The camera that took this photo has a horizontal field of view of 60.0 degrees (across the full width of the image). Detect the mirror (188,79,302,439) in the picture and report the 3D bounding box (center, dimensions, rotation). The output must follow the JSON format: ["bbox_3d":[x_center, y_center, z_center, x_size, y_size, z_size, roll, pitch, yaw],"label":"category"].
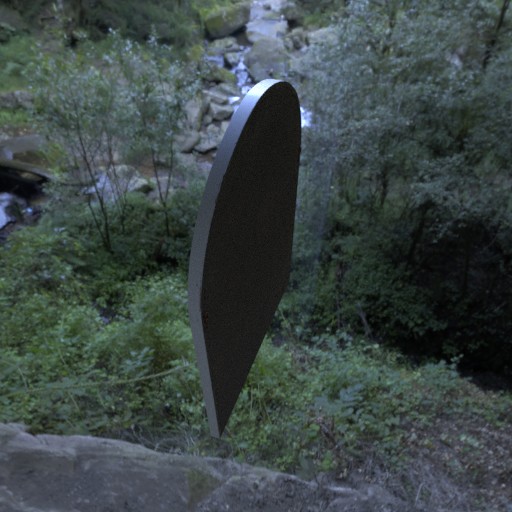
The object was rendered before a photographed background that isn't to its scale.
[{"bbox_3d":[0.000,0.000,1.193,0.032,0.920,0.660,16,49,14],"label":"mirror"}]
